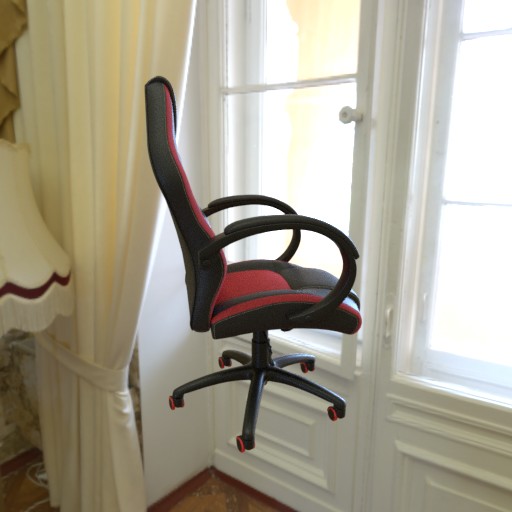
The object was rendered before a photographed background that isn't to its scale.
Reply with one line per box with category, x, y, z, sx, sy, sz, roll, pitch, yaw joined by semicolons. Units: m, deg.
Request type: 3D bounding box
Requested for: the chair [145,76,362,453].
chair;0.000;0.000;1.620;0.724;1.187;0.673;-3;14;-10
